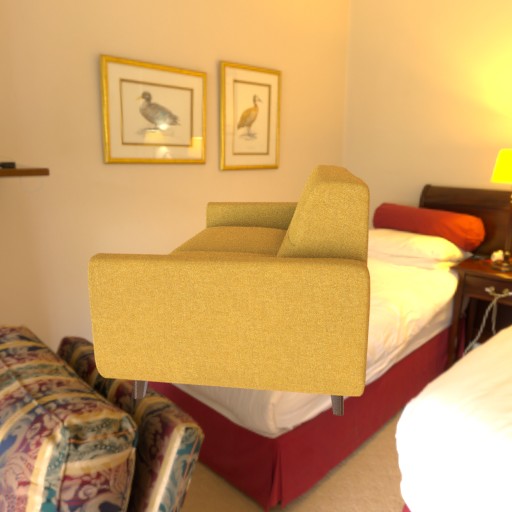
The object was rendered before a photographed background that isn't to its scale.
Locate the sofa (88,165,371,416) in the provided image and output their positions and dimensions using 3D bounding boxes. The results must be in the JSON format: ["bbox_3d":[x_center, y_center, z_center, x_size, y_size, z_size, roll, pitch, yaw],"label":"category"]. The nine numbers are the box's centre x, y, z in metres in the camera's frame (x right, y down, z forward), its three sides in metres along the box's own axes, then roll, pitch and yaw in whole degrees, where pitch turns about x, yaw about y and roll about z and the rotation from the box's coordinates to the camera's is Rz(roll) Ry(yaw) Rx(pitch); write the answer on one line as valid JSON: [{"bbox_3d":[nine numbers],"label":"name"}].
[{"bbox_3d":[0.000,0.000,2.152,0.909,0.841,1.631,2,13,8],"label":"sofa"}]
